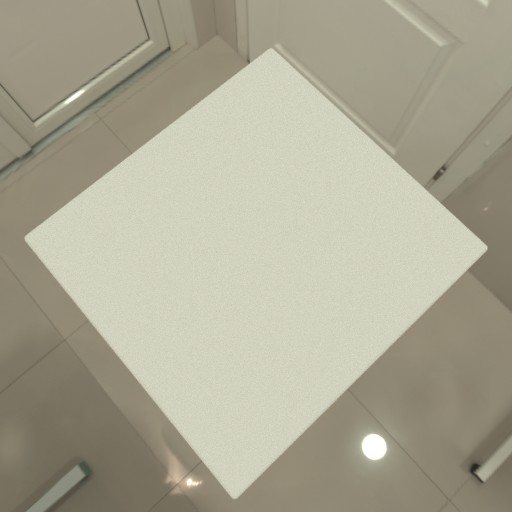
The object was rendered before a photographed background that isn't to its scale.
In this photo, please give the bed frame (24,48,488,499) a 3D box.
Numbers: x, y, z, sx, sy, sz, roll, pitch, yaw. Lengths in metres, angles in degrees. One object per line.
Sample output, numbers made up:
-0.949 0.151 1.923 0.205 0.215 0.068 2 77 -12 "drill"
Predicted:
0.000 0.000 2.999 2.079 0.659 1.963 -41 79 -10 "bed frame"
